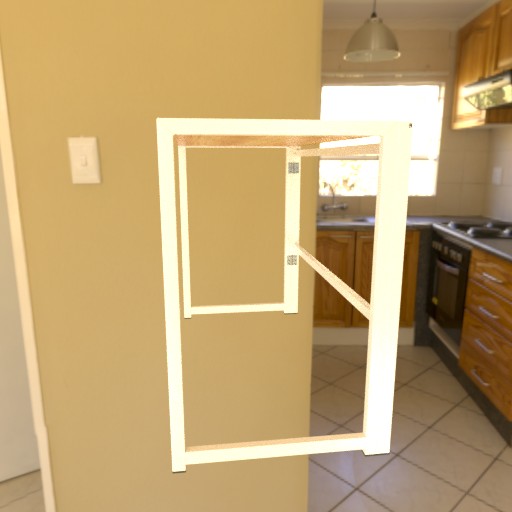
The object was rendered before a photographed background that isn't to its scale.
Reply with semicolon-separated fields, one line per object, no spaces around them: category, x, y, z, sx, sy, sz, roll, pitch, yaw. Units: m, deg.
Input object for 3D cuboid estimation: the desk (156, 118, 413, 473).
desk;0.000;0.000;1.430;0.508;0.762;1.016;-2;12;-7
